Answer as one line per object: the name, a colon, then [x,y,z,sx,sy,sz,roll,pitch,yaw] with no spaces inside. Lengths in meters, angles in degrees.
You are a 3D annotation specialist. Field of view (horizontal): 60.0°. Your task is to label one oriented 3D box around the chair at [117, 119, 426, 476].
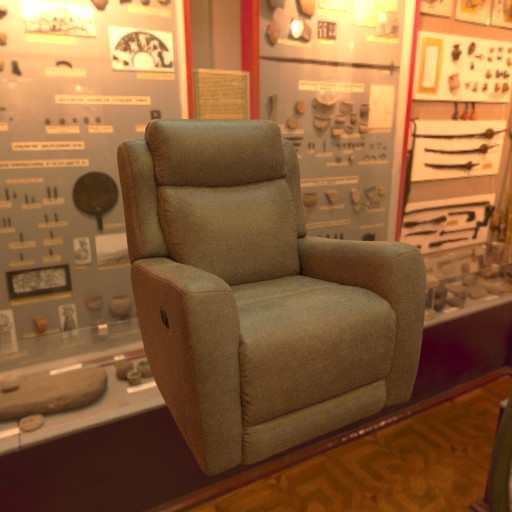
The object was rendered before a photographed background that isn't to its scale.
chair: [0.000,0.000,1.870,0.965,1.116,1.068,-8,18,-26]
